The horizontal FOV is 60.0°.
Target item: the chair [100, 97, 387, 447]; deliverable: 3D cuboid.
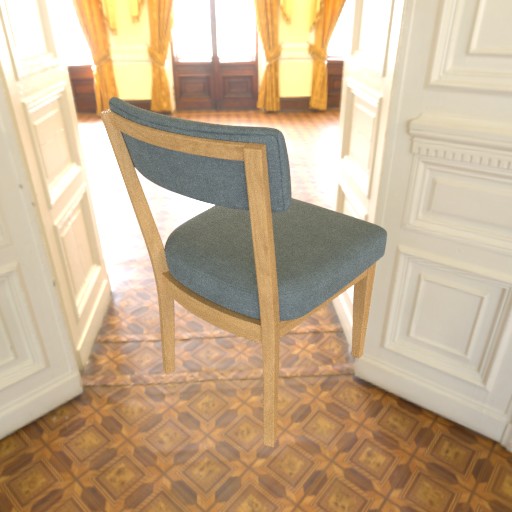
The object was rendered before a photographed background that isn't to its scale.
[{"bbox_3d":[0.000,0.000,1.202,0.508,0.832,0.572,23,36,34],"label":"chair"}]
